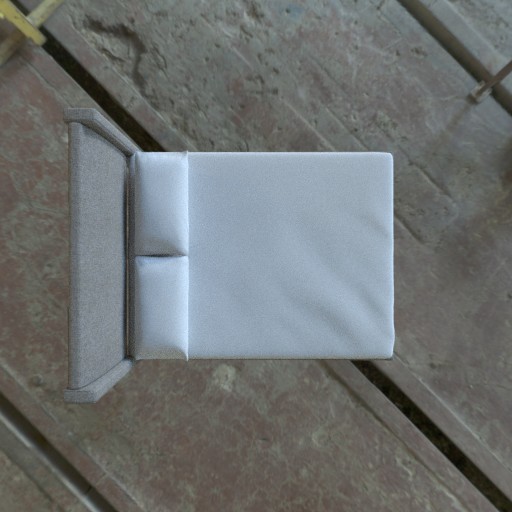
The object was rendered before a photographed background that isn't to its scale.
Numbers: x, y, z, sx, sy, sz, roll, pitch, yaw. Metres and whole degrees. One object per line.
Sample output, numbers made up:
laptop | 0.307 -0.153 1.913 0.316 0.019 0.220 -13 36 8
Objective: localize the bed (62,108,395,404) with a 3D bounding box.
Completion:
bed | 0.000 0.000 3.285 2.245 1.481 1.714 0 90 0
